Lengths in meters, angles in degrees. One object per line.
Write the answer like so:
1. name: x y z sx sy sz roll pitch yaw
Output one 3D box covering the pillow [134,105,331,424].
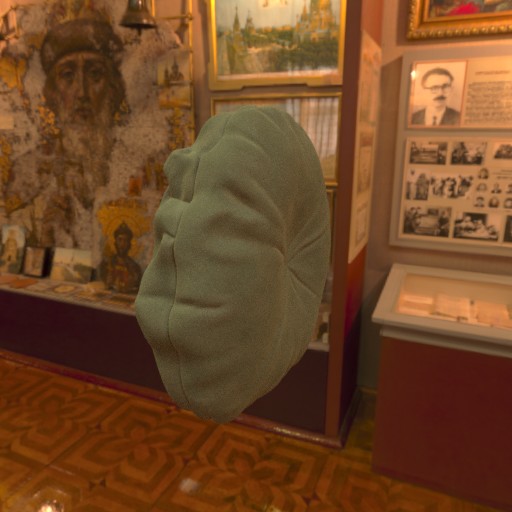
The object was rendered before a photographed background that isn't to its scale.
1. pillow: 0.000 0.000 0.632 0.148 0.407 0.428 7 17 24
